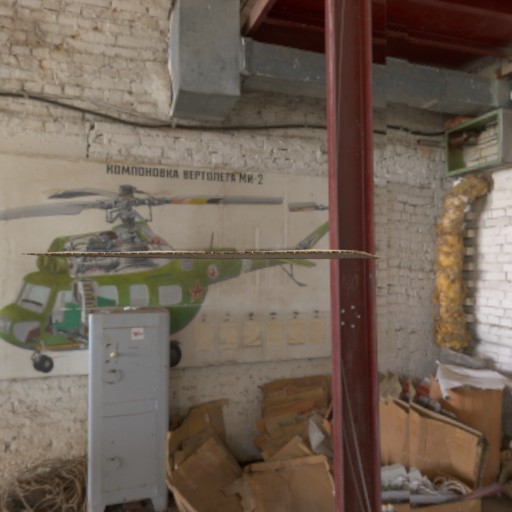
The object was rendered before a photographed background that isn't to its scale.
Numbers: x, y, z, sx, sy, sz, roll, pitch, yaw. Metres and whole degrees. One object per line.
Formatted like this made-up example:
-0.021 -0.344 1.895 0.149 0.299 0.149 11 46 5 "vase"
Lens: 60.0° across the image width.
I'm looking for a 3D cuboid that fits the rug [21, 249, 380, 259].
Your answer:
0.000 0.000 2.976 1.529 0.027 2.434 0 -1 18 "rug"
